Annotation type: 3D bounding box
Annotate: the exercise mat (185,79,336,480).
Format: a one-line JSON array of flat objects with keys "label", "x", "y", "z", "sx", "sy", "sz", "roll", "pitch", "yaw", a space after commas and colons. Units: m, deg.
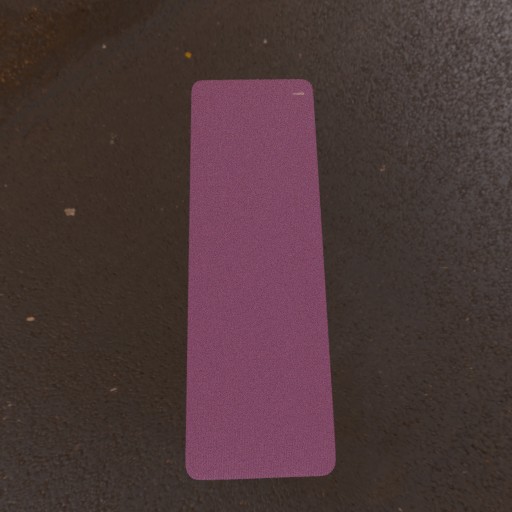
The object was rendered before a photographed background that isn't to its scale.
[{"label": "exercise mat", "x": 0.000, "y": 0.000, "z": 2.036, "sx": 0.616, "sy": 0.021, "sz": 1.869, "roll": -1, "pitch": 75, "yaw": 0}]
